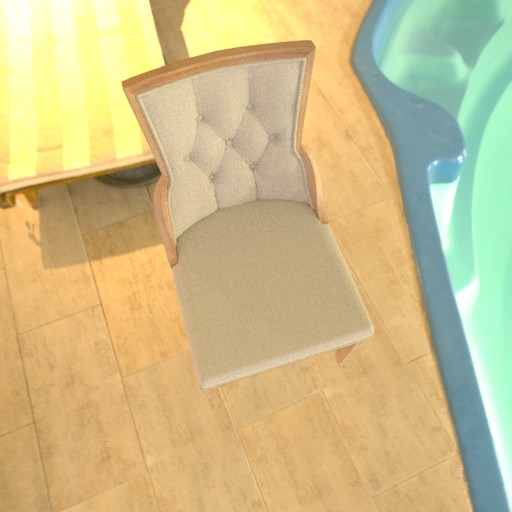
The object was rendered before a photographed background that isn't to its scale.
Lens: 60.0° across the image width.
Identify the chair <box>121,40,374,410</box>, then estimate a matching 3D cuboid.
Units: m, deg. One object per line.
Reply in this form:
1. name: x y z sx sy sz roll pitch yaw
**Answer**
1. chair: 0.000 0.000 1.325 0.524 0.947 0.641 -16 65 -7
